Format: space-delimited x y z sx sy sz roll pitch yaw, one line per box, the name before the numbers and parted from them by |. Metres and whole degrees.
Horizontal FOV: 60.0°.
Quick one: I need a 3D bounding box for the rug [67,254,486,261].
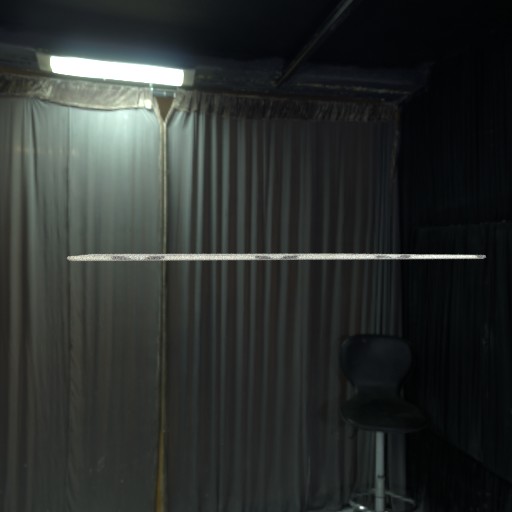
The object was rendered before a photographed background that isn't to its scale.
rug | 0.000 0.000 4.111 3.000 0.026 2.399 0 1 -17
